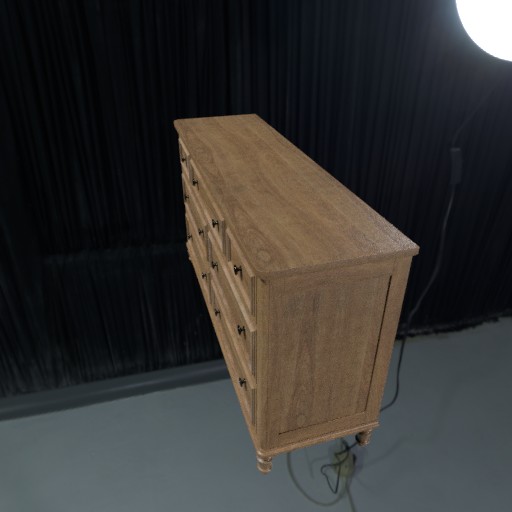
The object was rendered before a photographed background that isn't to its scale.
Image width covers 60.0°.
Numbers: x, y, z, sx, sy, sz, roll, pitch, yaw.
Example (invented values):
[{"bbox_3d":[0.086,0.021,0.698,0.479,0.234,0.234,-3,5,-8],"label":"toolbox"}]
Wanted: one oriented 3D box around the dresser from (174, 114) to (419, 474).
[{"bbox_3d":[0.000,0.000,2.047,0.468,0.892,1.583,-9,32,-14],"label":"dresser"}]
